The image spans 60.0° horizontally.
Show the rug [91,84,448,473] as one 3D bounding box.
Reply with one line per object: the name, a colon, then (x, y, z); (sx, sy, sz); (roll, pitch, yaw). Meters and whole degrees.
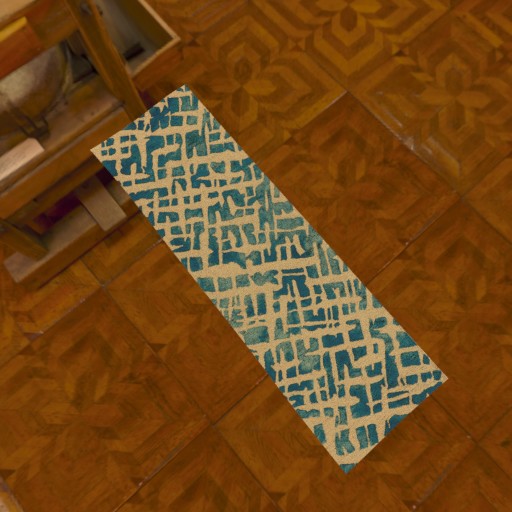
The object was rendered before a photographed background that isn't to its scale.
rug: (0.000, 0.000, 2.650); (0.768, 0.011, 2.446); (-38, 78, -10)
